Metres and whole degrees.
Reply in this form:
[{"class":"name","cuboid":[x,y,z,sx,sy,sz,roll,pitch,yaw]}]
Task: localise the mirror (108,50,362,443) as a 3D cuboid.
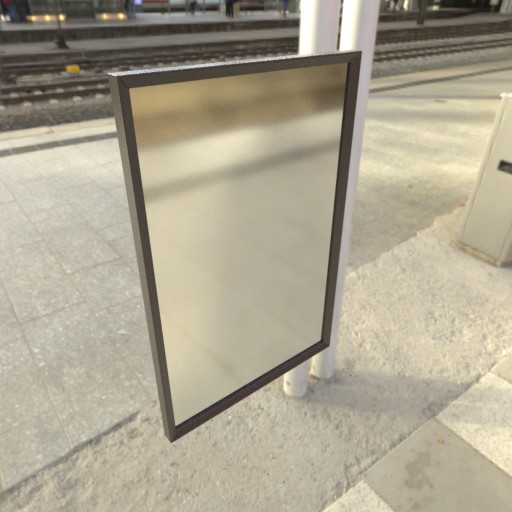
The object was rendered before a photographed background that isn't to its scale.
[{"class":"mirror","cuboid":[0.000,0.000,1.124,0.609,0.915,0.041,-22,37,-33]}]
